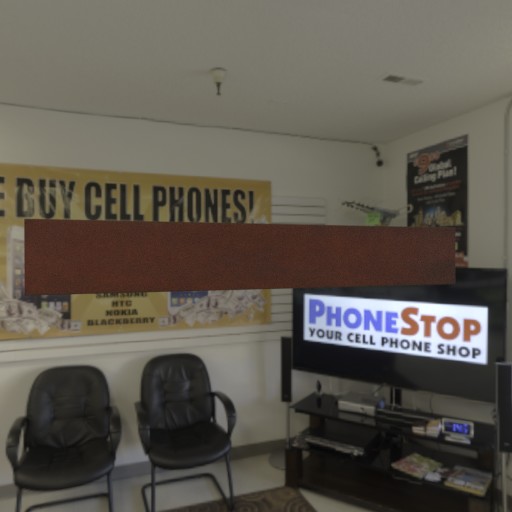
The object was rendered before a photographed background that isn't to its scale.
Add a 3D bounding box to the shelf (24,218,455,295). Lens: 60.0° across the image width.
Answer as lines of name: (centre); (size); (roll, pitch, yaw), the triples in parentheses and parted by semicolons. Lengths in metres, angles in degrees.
shelf: (0.000, 0.000, 0.673); (0.607, 0.088, 0.152); (0, 0, -18)
